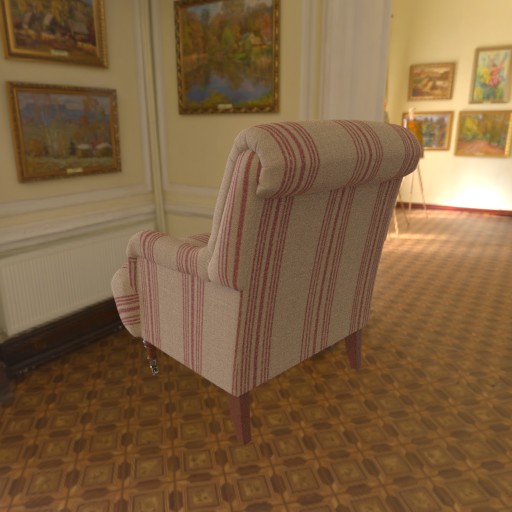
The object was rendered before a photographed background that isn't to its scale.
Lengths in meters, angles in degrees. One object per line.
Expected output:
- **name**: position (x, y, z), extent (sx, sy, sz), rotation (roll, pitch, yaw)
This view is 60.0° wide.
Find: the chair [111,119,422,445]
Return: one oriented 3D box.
- **chair**: position (0.000, 0.000, 1.921), extent (0.933, 1.123, 1.058), rotation (-16, 22, -42)
